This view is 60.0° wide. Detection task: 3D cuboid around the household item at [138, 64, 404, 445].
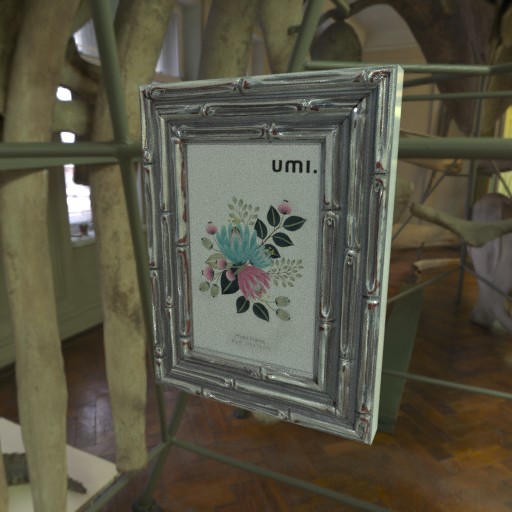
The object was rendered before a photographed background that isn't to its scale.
[{"bbox_3d":[0.000,0.000,0.287,0.165,0.216,0.025,7,15,26],"label":"household item"}]
